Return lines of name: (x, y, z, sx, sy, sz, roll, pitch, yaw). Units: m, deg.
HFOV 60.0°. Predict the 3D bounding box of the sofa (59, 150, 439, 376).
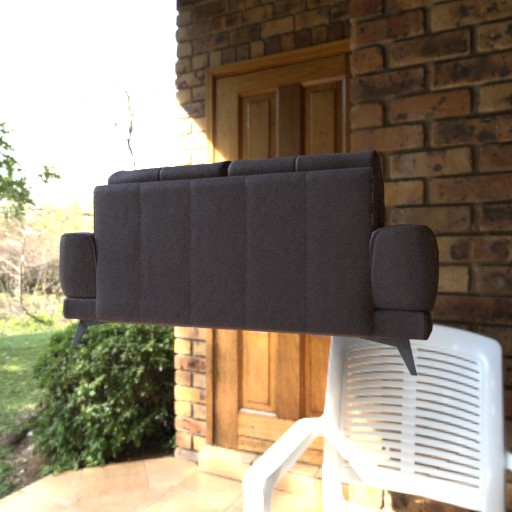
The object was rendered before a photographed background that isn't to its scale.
sofa: (0.000, 0.000, 2.392, 1.806, 0.907, 1.018, 0, 0, 20)
